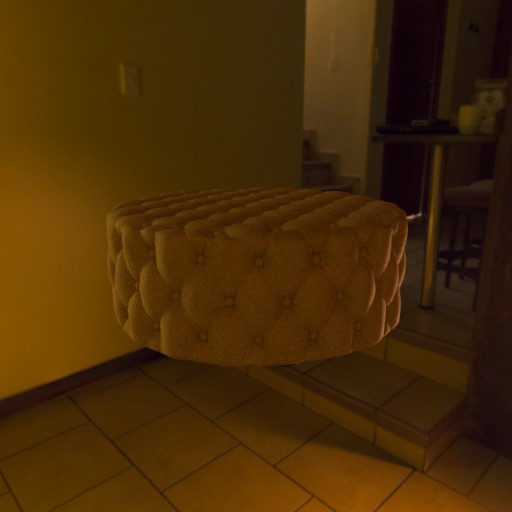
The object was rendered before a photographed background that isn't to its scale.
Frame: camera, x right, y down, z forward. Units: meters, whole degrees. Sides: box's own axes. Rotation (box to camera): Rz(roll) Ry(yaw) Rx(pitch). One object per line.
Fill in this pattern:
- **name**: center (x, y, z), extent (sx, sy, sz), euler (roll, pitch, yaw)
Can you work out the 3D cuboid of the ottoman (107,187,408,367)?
- **ottoman**: center (0.000, 0.000, 1.557), extent (0.998, 0.399, 0.998), euler (0, 15, 0)
